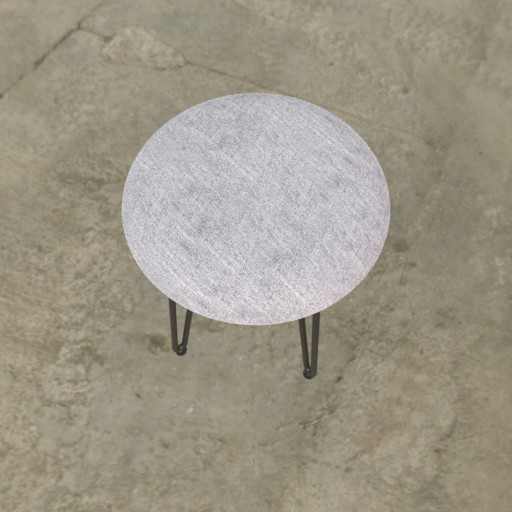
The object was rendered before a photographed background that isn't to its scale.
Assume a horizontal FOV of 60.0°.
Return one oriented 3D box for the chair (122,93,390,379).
[{"bbox_3d":[0.000,0.000,0.658,0.350,0.386,0.350,-32,68,-14],"label":"chair"}]
